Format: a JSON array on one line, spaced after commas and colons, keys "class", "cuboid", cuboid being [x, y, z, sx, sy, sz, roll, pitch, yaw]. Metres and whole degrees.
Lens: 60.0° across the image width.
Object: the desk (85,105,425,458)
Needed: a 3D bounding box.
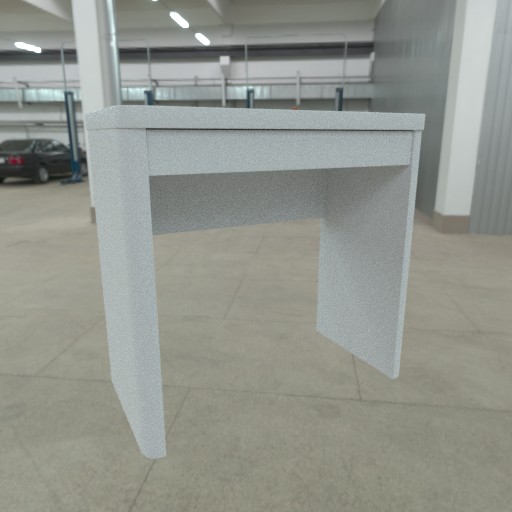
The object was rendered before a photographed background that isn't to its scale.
[{"class": "desk", "cuboid": [0.000, 0.000, 1.248, 0.790, 0.760, 0.446, -8, 17, -27]}]
